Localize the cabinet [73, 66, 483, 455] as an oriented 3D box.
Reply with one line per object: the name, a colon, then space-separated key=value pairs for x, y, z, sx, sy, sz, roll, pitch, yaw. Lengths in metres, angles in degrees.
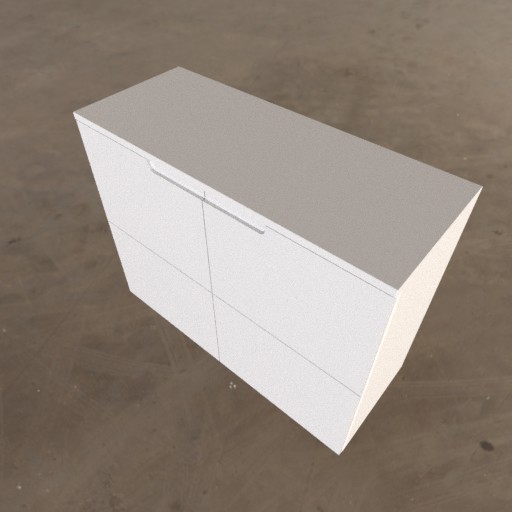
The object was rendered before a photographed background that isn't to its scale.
cabinet: x=0.000 y=0.000 z=1.403 sx=1.000 sy=0.800 sz=0.400 roll=31 pitch=53 yaw=27
